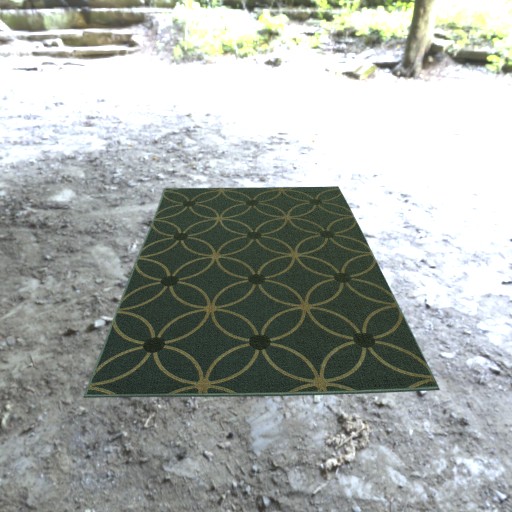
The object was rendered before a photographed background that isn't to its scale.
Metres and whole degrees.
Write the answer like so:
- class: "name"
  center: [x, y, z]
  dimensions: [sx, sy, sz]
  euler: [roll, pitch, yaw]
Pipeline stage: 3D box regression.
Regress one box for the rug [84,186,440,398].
- class: "rug"
  center: [0.000, 0.000, 2.847]
  dimensions: [1.522, 0.008, 2.284]
  euler: [-1, 31, -2]
